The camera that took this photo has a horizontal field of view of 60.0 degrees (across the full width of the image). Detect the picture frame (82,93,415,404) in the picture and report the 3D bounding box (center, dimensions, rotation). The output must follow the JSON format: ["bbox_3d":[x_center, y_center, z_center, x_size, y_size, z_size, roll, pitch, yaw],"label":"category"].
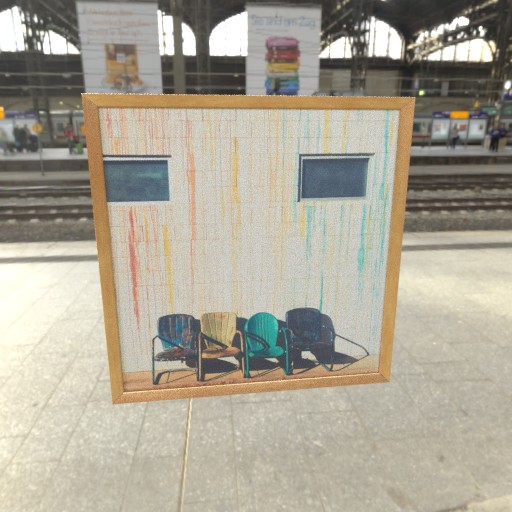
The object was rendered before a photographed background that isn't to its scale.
[{"bbox_3d":[0.000,0.000,1.118,0.758,0.761,0.037,-2,16,-8],"label":"picture frame"}]
